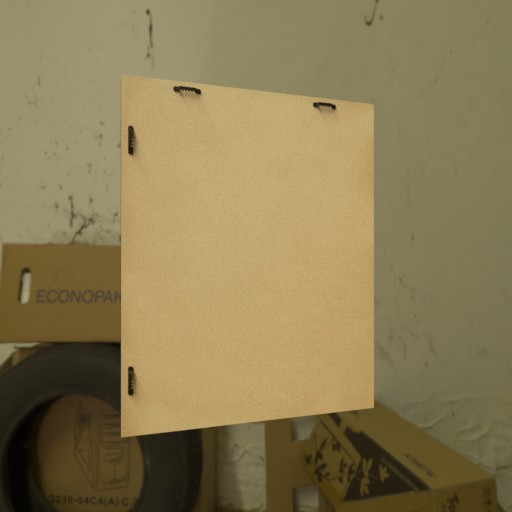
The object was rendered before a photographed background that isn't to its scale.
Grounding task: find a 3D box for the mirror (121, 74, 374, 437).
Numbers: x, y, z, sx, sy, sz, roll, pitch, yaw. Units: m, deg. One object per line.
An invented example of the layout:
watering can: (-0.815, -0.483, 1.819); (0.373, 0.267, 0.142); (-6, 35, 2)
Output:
mirror: (0.000, 0.000, 0.696); (0.406, 0.509, 0.041); (0, 0, -18)
